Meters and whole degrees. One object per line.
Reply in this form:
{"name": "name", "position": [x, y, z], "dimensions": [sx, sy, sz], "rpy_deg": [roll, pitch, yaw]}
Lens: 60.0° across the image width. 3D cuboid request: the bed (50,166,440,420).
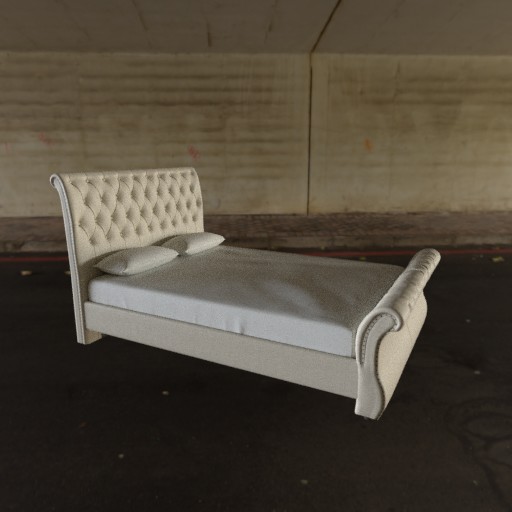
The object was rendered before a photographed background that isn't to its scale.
{"name": "bed", "position": [0.000, 0.000, 3.413], "dimensions": [2.493, 1.268, 1.606], "rpy_deg": [7, 15, 27]}
